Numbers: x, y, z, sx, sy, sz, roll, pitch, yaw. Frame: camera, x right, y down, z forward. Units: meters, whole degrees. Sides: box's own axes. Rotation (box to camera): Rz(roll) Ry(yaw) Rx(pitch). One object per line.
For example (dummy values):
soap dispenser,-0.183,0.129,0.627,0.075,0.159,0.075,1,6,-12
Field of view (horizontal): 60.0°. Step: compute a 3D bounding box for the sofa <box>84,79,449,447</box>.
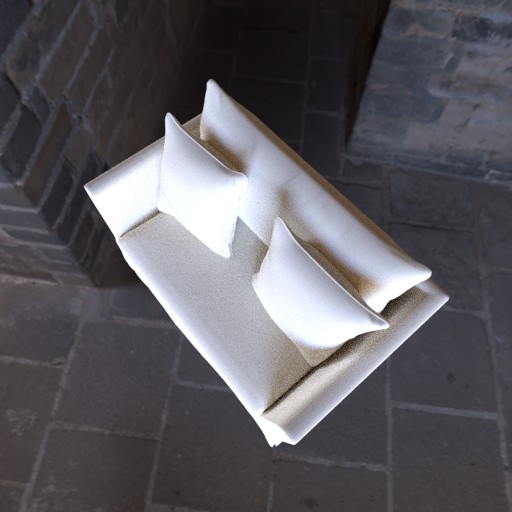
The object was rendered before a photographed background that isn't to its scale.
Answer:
sofa,0.000,0.000,2.324,1.026,1.039,1.608,-37,69,-17
